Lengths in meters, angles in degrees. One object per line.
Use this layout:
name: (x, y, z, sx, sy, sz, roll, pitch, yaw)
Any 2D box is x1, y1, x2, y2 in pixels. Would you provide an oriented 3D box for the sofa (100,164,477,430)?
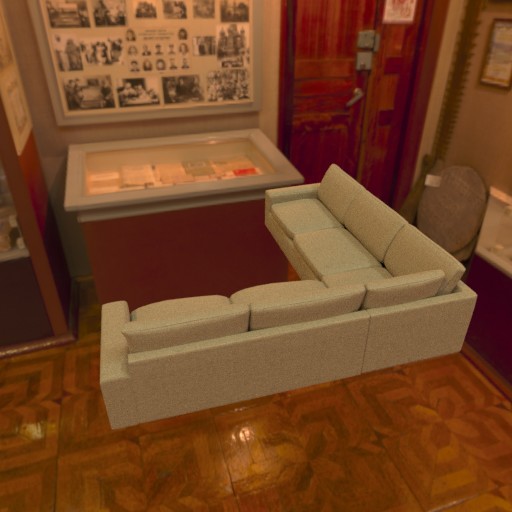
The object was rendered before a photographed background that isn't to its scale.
sofa: (0.000, 0.000, 4.163, 2.742, 0.800, 2.622, -8, 32, -13)
